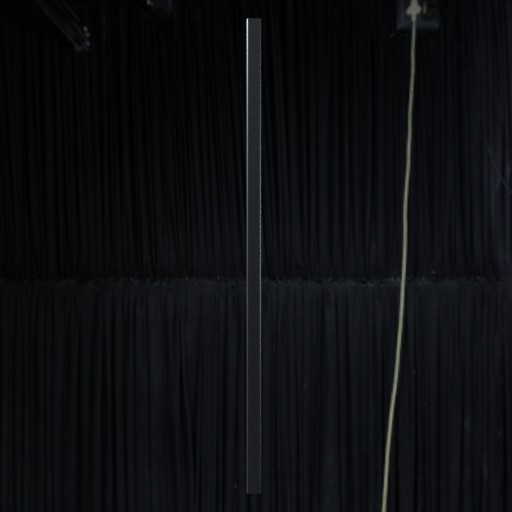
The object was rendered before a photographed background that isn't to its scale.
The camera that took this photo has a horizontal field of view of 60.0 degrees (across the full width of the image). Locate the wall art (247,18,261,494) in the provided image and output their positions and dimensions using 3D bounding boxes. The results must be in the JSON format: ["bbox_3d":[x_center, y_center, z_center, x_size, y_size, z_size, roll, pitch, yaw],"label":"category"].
[{"bbox_3d":[0.000,0.000,1.345,0.030,1.027,0.774,0,0,1],"label":"wall art"}]
